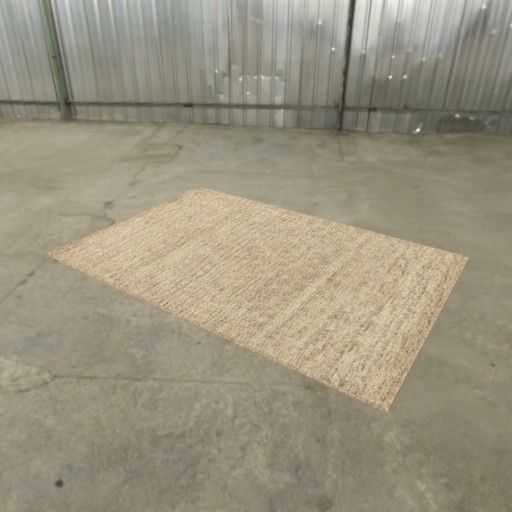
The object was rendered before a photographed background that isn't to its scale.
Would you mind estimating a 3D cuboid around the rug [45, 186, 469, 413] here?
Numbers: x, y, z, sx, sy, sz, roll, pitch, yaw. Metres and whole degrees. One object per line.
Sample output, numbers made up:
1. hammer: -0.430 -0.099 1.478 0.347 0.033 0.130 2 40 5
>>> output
1. rug: 0.000 0.000 2.289 1.822 0.018 1.211 18 34 29
